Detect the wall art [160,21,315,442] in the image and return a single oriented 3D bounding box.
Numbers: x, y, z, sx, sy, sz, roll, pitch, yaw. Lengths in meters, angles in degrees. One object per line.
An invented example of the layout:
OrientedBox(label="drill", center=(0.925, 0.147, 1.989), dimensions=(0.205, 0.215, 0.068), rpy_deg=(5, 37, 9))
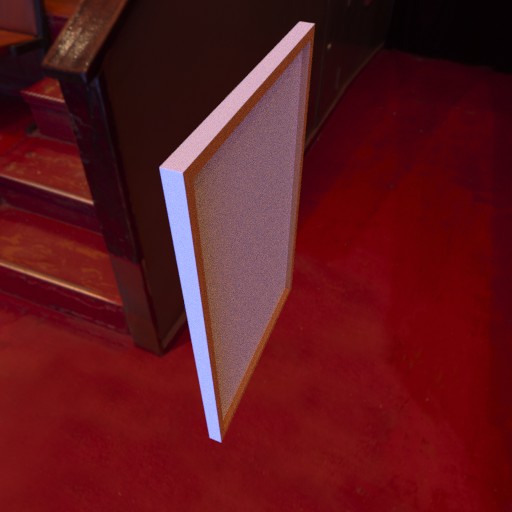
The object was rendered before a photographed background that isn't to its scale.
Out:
OrientedBox(label="wall art", center=(0.000, 0.000, 1.122), dimensions=(0.037, 0.916, 0.610), rpy_deg=(16, 48, 15))
